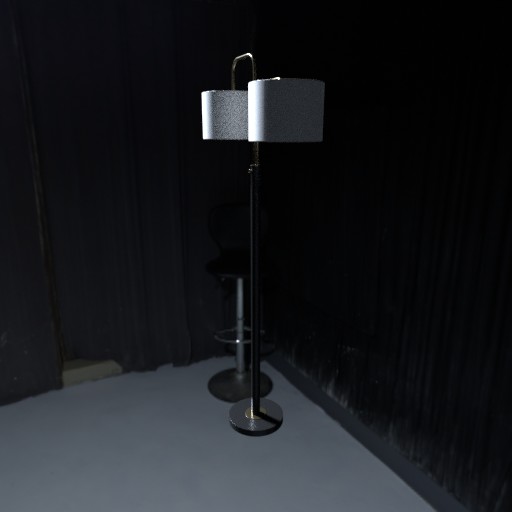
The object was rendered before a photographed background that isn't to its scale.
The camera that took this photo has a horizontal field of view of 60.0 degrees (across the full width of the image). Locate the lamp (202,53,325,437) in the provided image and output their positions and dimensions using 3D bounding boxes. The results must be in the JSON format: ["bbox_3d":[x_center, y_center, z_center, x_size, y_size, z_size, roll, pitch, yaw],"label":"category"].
[{"bbox_3d":[0.000,0.000,1.863,0.254,1.587,0.711,-8,18,-25],"label":"lamp"}]
